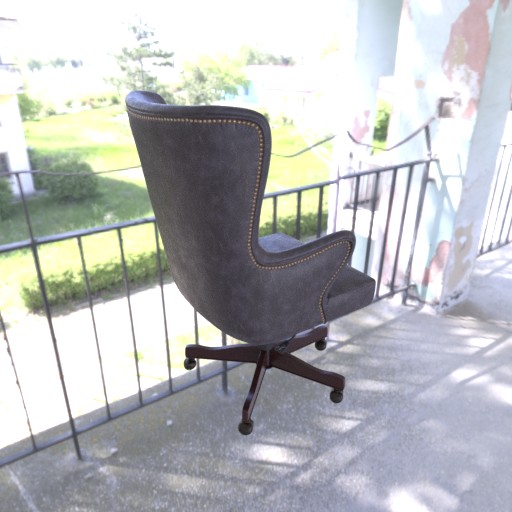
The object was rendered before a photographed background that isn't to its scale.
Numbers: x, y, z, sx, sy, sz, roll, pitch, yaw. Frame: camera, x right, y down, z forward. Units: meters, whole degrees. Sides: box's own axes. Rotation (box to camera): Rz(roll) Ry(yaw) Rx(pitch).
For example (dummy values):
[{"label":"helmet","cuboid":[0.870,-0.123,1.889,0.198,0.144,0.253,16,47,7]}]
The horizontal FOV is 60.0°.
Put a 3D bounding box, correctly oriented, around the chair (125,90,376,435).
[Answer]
[{"label":"chair","cuboid":[0.000,0.000,1.488,0.717,1.037,0.594,-16,29,-31]}]
